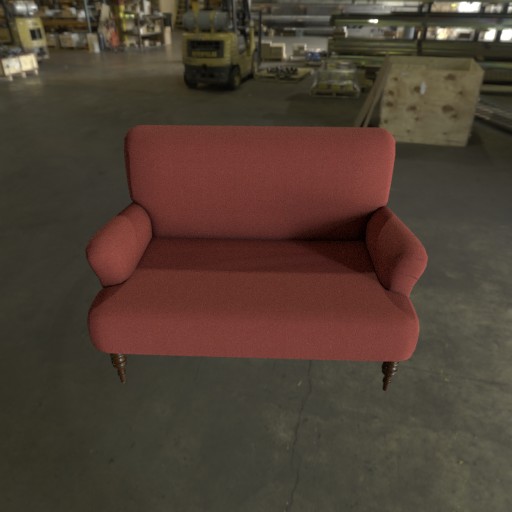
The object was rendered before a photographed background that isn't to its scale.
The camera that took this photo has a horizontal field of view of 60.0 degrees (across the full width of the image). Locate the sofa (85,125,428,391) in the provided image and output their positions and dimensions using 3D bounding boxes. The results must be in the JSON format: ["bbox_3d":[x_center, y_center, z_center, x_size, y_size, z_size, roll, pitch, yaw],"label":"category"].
[{"bbox_3d":[0.000,0.000,1.860,1.297,0.889,0.779,1,31,2],"label":"sofa"}]
